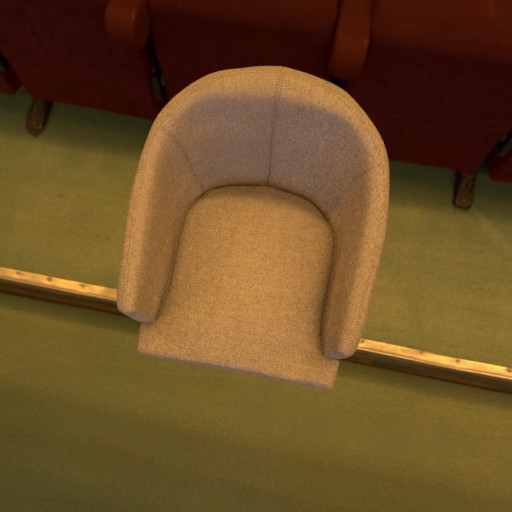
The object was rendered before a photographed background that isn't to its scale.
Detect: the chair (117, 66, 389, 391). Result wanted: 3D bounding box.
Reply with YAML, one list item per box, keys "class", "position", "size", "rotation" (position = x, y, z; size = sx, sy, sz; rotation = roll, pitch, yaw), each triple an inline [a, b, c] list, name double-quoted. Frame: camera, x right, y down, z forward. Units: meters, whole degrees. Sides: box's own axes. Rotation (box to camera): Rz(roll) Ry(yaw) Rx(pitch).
- class: "chair"
  position: [0.000, 0.000, 1.258]
  size: [0.583, 0.811, 0.655]
  rotation: [10, 76, 3]
